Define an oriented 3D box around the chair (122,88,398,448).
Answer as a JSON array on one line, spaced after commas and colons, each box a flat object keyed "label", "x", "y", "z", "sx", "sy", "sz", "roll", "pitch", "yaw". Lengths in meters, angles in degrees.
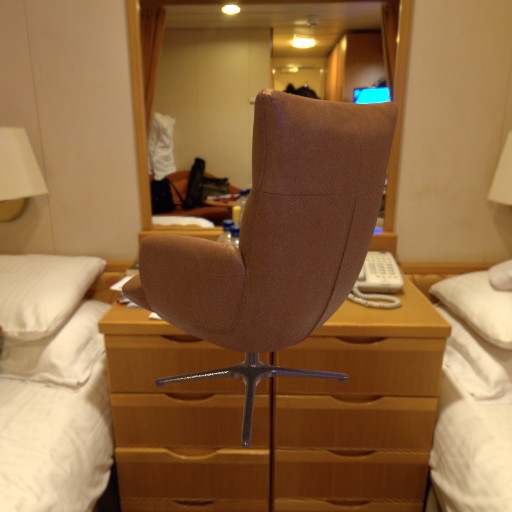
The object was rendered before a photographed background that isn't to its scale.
[{"label": "chair", "x": 0.000, "y": 0.000, "z": 1.559, "sx": 0.794, "sy": 1.027, "sz": 0.711, "roll": 15, "pitch": 21, "yaw": 43}]
